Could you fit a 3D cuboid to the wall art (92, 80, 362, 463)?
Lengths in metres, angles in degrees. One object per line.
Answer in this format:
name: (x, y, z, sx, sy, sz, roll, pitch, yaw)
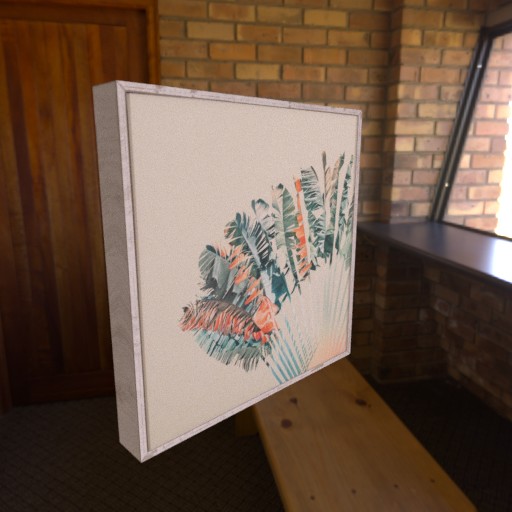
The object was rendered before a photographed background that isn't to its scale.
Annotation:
wall art: (0.000, 0.000, 0.456, 0.305, 0.303, 0.038, -12, 17, -43)
